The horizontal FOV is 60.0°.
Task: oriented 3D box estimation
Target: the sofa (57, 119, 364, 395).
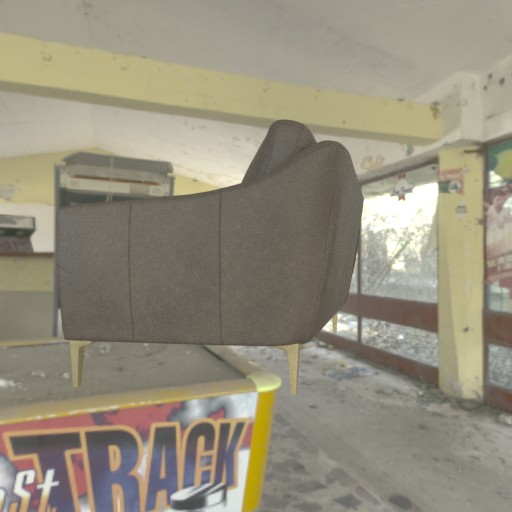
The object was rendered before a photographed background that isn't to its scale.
[{"bbox_3d":[0.000,0.000,2.116,0.960,0.902,1.619,0,-1,16],"label":"sofa"}]
